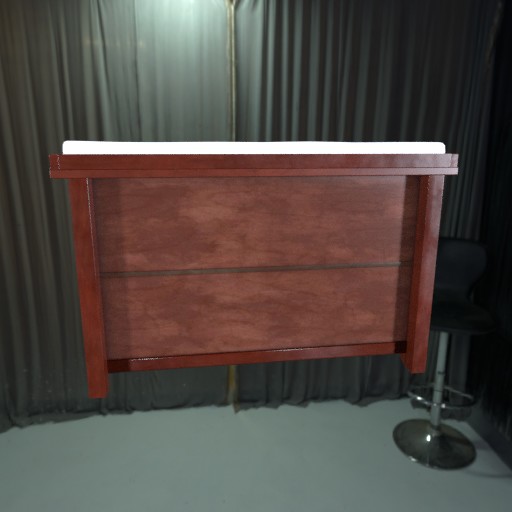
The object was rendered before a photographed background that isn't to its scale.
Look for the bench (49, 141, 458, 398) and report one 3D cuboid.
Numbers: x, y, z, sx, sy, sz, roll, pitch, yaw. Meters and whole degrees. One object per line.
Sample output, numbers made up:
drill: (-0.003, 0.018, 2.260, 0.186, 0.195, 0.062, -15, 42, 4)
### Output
bench: (0.000, 0.000, 1.297, 0.987, 0.646, 0.369, -2, 14, -8)
